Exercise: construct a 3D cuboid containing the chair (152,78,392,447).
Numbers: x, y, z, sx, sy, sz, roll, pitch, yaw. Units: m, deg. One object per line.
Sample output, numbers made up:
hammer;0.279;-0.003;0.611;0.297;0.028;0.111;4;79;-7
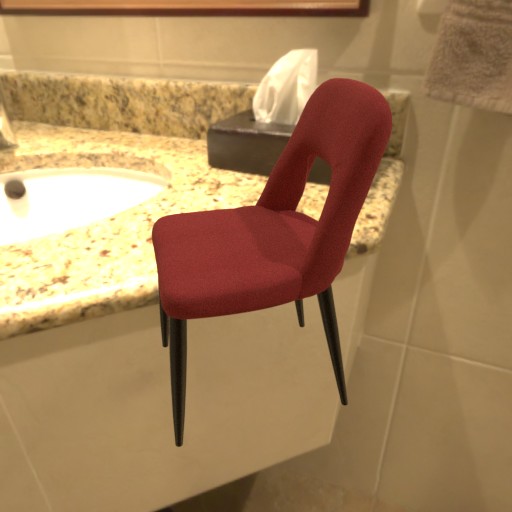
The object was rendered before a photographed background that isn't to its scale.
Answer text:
chair;0.000;0.000;1.232;0.569;0.892;0.483;-8;31;-13
